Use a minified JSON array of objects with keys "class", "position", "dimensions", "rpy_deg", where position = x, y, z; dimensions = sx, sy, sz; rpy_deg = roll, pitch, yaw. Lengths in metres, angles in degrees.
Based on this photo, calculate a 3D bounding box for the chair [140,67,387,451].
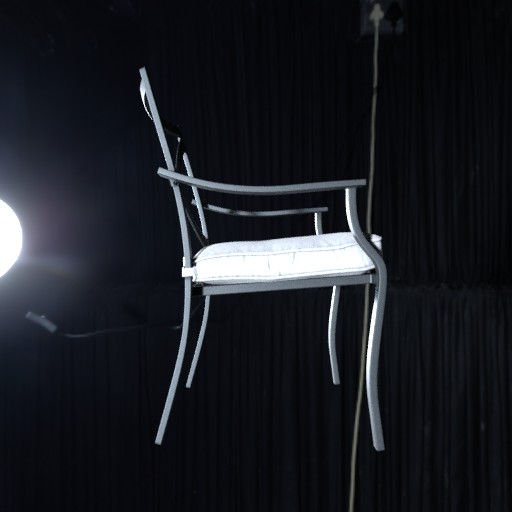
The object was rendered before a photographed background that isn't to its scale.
[{"class":"chair","position":[0.000,0.000,1.285],"dimensions":[0.620,0.889,0.575],"rpy_deg":[0,0,0]}]
